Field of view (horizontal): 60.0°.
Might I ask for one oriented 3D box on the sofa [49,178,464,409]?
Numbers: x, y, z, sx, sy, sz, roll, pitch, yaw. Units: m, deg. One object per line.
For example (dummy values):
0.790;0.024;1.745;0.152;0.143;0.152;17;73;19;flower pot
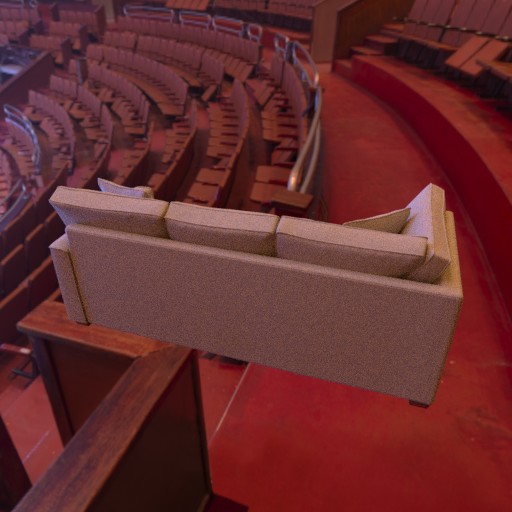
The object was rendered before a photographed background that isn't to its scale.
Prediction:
0.000;0.000;2.858;2.317;0.962;1.061;10;32;16;sofa
